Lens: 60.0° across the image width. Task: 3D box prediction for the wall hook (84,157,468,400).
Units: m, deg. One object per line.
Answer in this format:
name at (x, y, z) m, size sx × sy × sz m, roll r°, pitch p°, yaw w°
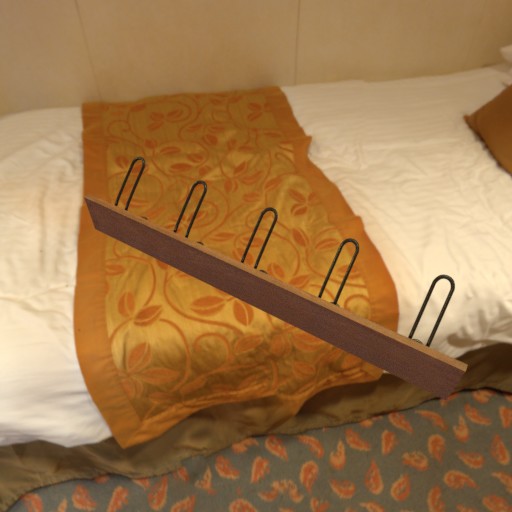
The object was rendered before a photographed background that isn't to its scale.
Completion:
wall hook at (0.000, 0.000, 0.589) m, size 0.554 × 0.116 × 0.076 m, roll 24°, pitch 50°, yaw 21°
